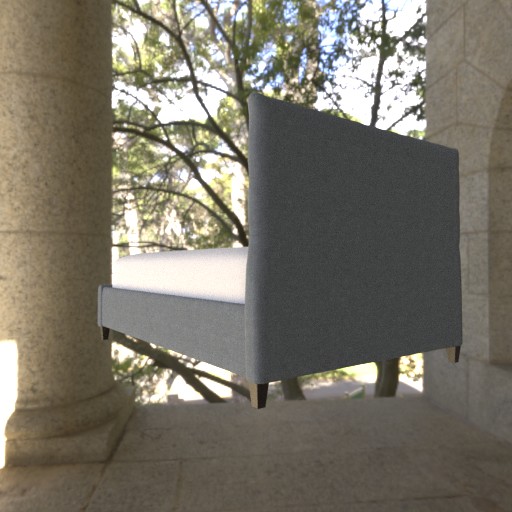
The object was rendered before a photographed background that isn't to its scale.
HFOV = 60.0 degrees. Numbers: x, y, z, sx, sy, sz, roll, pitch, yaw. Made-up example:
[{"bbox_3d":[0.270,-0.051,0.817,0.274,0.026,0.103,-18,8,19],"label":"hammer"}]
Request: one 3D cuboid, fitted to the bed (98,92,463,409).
[{"bbox_3d":[0.000,0.000,3.368,1.698,1.411,2.335,1,-2,-36],"label":"bed"}]
